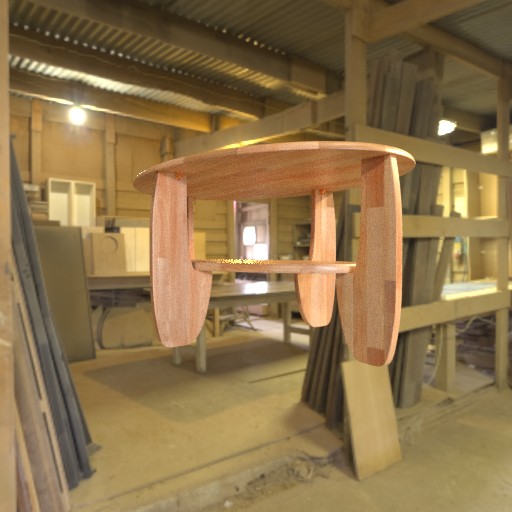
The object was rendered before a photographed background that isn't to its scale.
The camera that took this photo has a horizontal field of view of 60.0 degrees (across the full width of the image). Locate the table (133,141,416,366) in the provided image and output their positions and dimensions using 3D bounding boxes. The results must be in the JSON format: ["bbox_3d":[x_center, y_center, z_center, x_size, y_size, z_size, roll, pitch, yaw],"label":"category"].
[{"bbox_3d":[0.000,0.000,1.375,0.690,0.490,1.040,0,1,-37],"label":"table"}]
